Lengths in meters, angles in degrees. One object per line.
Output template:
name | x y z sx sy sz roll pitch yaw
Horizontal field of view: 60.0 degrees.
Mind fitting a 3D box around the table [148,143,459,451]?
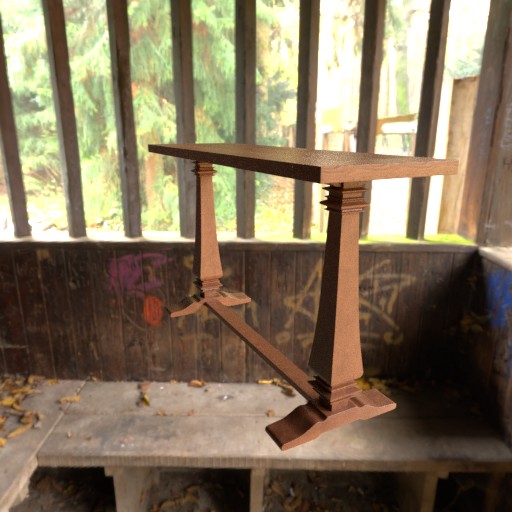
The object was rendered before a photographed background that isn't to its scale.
table | 0.000 0.000 1.824 0.461 0.852 1.478 -8 18 -27
